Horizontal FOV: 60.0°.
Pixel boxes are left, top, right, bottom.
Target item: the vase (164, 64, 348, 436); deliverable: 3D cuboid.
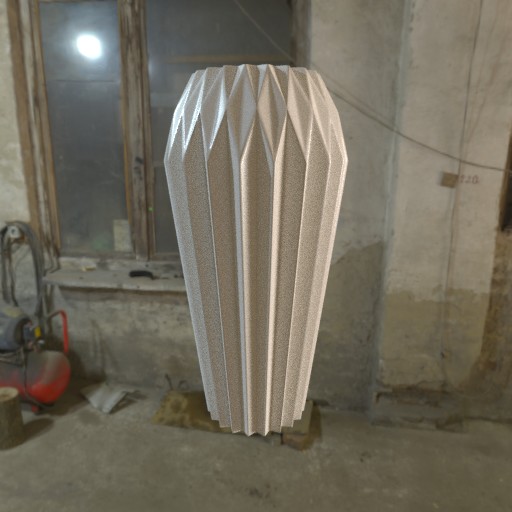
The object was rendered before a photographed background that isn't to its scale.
[{"bbox_3d":[0.000,0.000,0.344,0.133,0.263,0.133,0,14,0],"label":"vase"}]
